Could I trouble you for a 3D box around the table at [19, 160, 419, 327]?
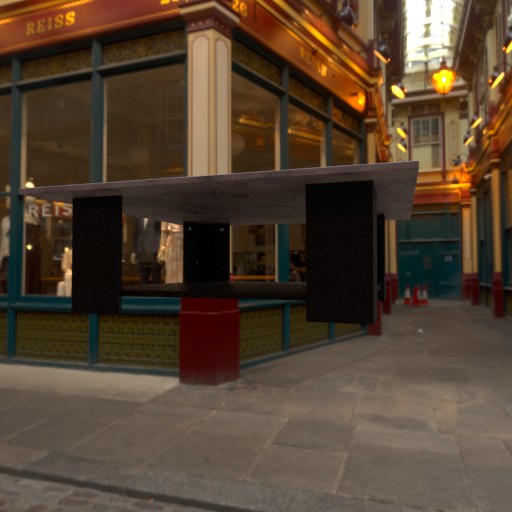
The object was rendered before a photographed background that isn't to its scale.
[{"bbox_3d":[0.000,0.000,1.329,0.890,0.305,0.890,0,-2,18],"label":"table"}]
